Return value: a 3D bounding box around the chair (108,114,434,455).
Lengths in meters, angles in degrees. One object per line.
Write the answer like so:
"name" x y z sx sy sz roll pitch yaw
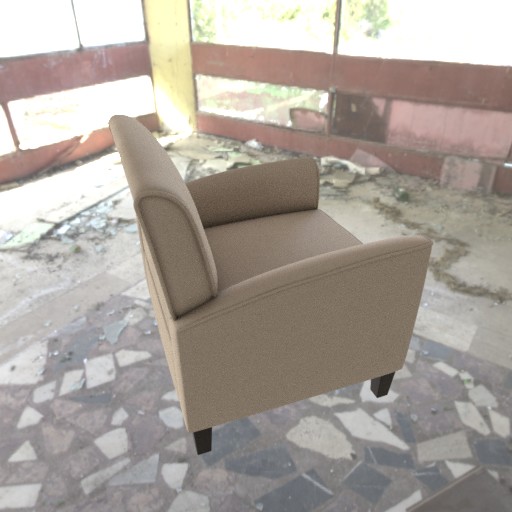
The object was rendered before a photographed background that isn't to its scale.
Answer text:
"chair" 0.000 0.000 1.568 0.820 0.915 0.820 -11 33 -17
